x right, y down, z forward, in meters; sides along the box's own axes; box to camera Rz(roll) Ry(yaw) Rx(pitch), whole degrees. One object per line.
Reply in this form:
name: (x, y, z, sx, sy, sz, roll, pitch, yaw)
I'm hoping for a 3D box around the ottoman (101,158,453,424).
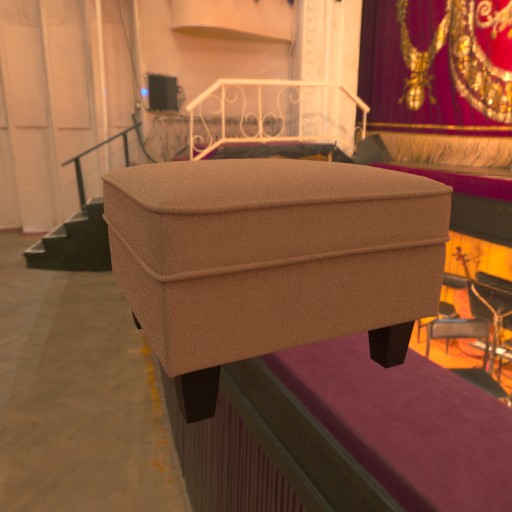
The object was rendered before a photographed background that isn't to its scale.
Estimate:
ottoman: (0.000, 0.000, 1.041, 0.613, 0.438, 0.616, -7, 17, -25)
